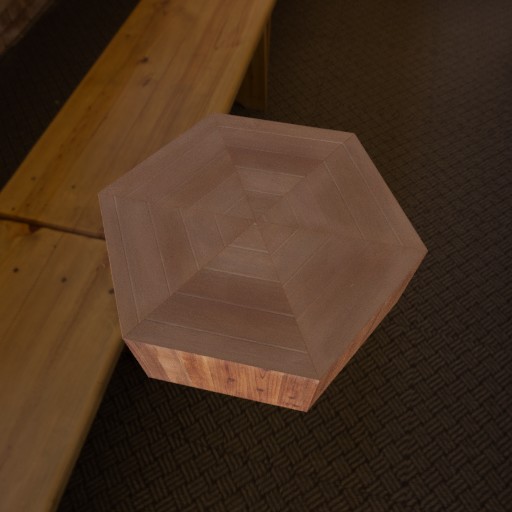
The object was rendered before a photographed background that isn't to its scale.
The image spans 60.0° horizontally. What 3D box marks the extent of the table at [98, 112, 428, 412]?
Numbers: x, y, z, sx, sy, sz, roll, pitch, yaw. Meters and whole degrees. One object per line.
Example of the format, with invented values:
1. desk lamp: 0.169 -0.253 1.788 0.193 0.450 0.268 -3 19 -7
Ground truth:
1. table: 0.000 0.000 1.710 1.000 0.456 1.154 -15 59 -9
